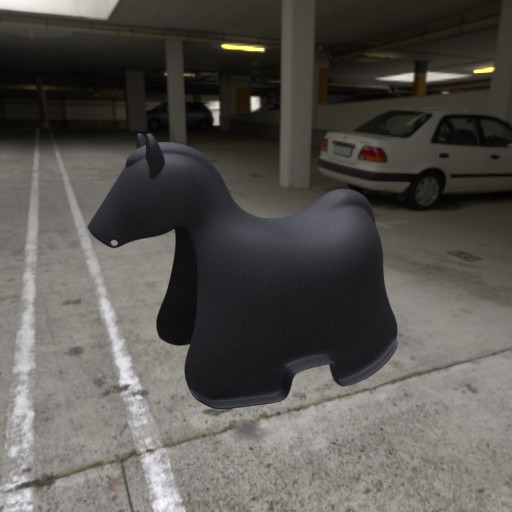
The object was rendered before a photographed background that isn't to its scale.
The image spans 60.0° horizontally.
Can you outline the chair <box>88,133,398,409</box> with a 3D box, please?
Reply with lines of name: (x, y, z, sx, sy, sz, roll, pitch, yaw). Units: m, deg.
chair: (0.000, 0.000, 1.148, 0.800, 0.612, 0.429, -7, 17, -24)
